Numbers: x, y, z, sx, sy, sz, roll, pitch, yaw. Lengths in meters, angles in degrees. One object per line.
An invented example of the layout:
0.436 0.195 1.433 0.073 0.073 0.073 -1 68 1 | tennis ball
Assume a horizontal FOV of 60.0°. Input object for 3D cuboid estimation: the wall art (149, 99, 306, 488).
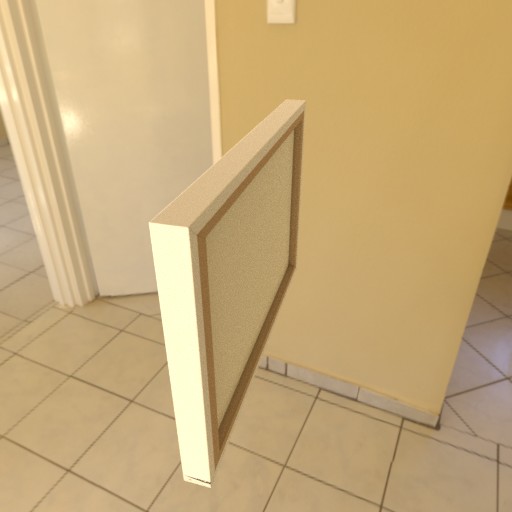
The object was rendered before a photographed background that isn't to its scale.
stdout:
0.000 0.000 0.781 0.042 0.414 0.608 8 32 14 | wall art
